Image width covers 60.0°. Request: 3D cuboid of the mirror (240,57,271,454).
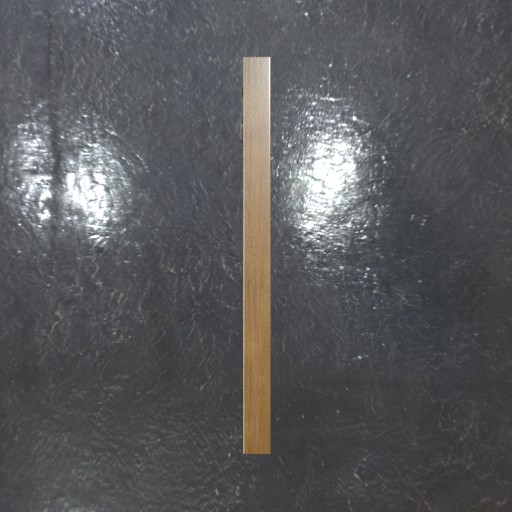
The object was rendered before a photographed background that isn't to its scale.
[{"bbox_3d":[0.000,0.000,0.920,0.039,0.711,0.508,0,90,0],"label":"mirror"}]
